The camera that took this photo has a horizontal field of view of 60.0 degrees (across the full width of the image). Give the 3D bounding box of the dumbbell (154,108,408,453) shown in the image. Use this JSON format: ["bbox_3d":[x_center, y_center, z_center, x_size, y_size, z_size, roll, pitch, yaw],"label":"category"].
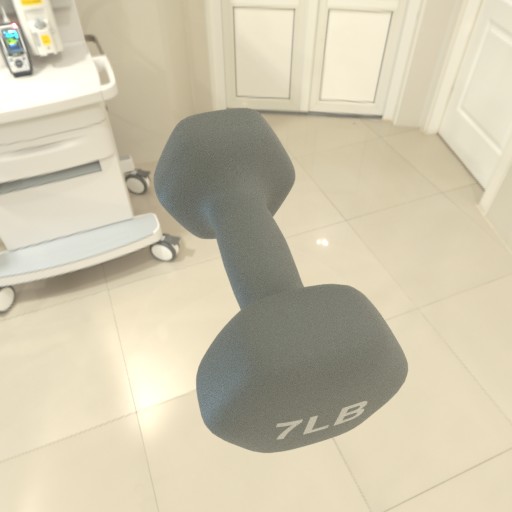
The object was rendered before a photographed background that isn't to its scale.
[{"bbox_3d":[0.000,0.000,0.231,0.090,0.081,0.184,-11,48,-10],"label":"dumbbell"}]
